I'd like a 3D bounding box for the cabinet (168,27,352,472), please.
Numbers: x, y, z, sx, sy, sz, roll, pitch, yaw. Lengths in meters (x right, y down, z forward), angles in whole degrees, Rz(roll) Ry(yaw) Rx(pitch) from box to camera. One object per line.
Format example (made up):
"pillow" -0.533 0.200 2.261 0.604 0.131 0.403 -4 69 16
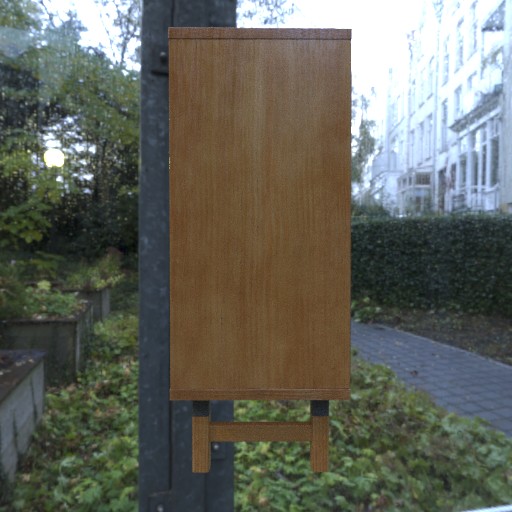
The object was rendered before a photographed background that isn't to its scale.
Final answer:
"cabinet" 0.000 0.000 1.365 0.419 1.001 0.800 0 1 0
